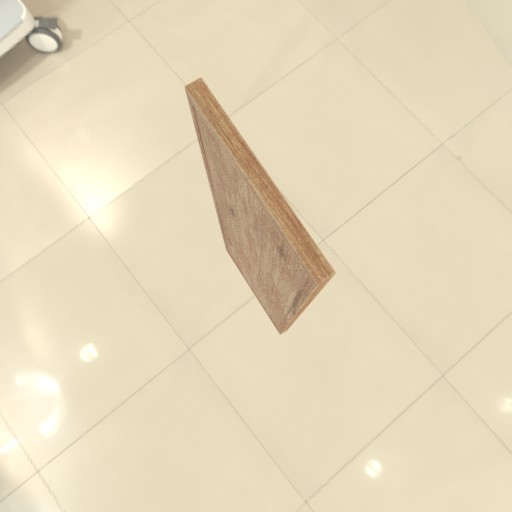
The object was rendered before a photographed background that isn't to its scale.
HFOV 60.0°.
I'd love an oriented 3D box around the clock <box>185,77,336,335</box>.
[{"bbox_3d":[0.000,0.000,1.103,0.030,0.965,0.361,-31,78,-7],"label":"clock"}]
